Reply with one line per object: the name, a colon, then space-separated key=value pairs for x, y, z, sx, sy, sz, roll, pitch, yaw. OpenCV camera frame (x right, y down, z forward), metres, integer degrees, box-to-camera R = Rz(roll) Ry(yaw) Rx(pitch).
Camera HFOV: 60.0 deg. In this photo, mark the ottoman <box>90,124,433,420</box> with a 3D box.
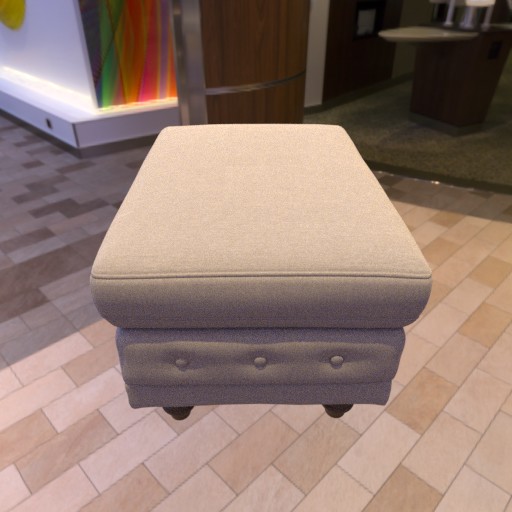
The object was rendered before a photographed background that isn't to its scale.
ottoman: x=0.000 y=0.000 z=1.124 sx=0.569 sy=0.500 sz=0.771 roll=-1 pitch=33 yaw=-1
